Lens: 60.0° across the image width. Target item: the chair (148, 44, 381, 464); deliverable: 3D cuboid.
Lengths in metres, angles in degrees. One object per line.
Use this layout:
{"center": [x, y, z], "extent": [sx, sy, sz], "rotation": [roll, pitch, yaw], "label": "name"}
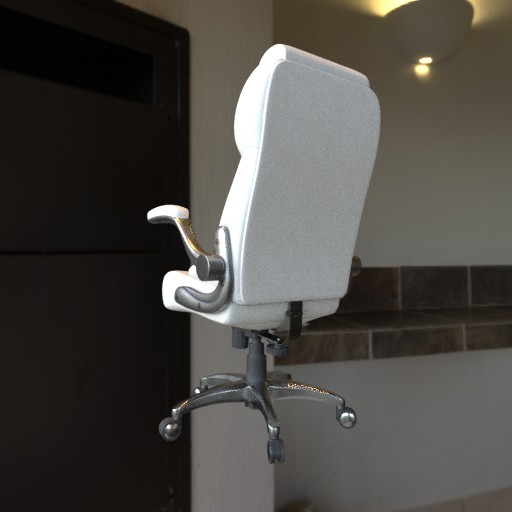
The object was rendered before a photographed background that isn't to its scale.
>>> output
{"center": [0.000, 0.000, 1.762], "extent": [0.755, 1.330, 0.806], "rotation": [0, 0, -37], "label": "chair"}
